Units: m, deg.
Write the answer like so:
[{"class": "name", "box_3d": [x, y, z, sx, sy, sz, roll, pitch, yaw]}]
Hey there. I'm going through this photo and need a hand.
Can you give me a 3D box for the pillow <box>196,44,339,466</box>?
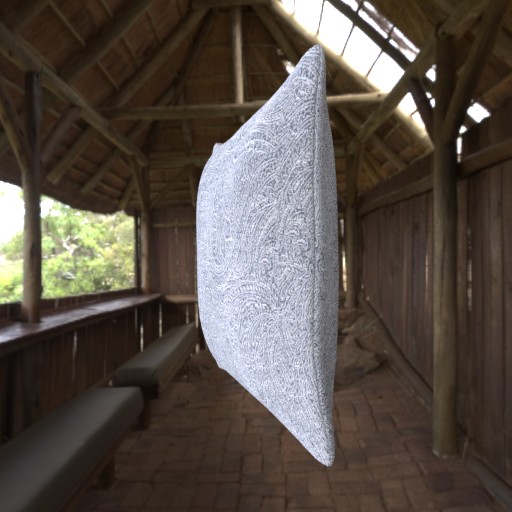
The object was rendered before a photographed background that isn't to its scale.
[{"class": "pillow", "box_3d": [0.000, 0.000, 0.769, 0.166, 0.510, 0.523, 0, 0, -19]}]
